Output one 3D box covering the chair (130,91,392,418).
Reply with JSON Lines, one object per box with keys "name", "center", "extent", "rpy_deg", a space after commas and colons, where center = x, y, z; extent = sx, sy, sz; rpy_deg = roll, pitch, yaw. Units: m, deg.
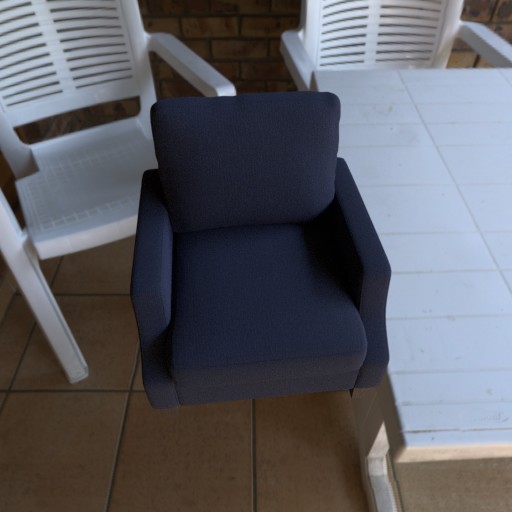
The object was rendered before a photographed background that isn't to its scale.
{"name": "chair", "center": [0.000, 0.000, 1.670], "extent": [0.855, 0.991, 0.897], "rpy_deg": [-5, 47, -4]}
